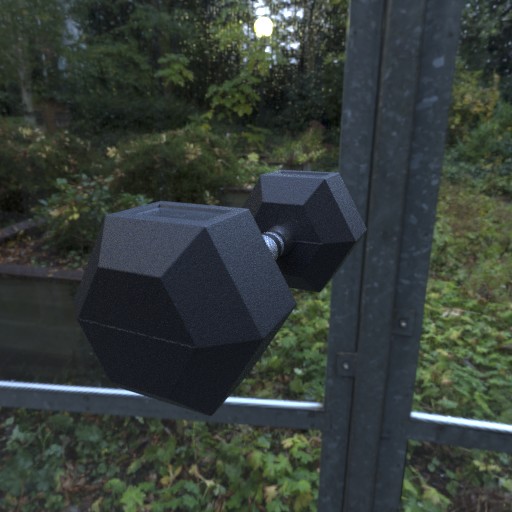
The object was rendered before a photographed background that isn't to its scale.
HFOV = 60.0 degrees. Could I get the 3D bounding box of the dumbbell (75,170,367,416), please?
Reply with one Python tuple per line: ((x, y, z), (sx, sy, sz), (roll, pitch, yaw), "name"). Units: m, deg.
((0.000, 0.000, 0.401), (0.142, 0.123, 0.337), (8, 19, 24), "dumbbell")
